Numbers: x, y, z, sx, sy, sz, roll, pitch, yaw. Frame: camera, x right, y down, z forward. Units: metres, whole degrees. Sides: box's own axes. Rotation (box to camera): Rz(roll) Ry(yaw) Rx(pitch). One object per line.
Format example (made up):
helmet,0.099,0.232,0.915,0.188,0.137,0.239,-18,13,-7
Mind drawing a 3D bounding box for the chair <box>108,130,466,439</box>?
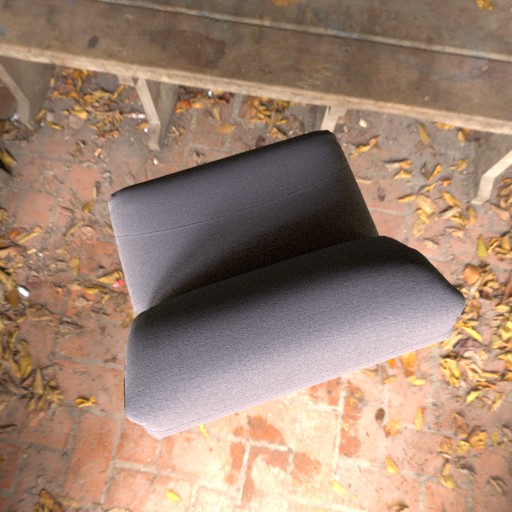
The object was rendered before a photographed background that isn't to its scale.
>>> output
chair,0.000,0.000,1.315,0.820,0.580,0.780,-18,76,-5
